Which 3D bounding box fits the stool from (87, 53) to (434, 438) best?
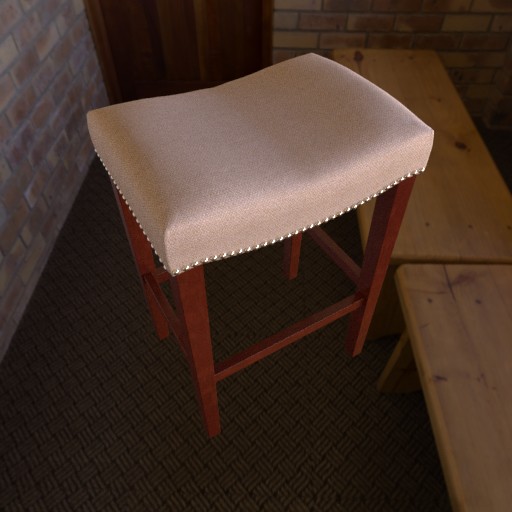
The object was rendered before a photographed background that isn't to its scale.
[{"bbox_3d":[0.000,0.000,1.016,0.504,0.742,0.372,-23,52,-20],"label":"stool"}]
